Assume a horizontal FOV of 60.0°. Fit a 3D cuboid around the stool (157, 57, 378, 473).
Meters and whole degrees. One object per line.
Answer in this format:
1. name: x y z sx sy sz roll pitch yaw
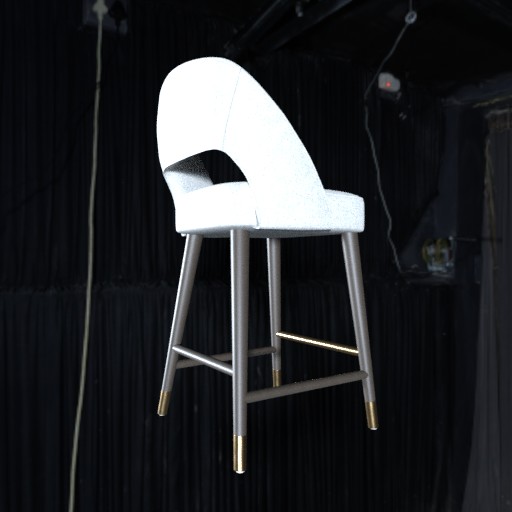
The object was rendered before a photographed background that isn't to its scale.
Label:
1. stool: 0.000 0.000 1.251 0.509 0.940 0.494 0 0 -35
